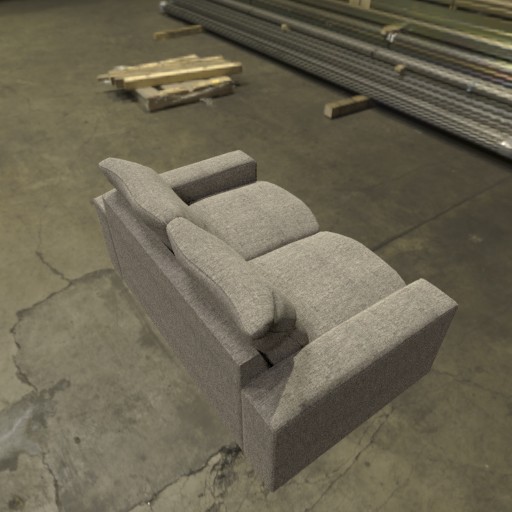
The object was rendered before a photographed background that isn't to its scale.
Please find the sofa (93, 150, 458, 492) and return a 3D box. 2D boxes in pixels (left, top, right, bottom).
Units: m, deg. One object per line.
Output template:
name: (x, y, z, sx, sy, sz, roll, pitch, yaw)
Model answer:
sofa: (0.000, 0.000, 2.347, 1.094, 0.877, 1.758, -25, 47, -26)
